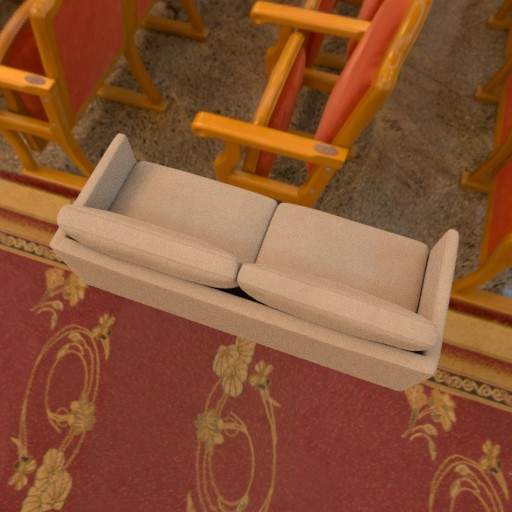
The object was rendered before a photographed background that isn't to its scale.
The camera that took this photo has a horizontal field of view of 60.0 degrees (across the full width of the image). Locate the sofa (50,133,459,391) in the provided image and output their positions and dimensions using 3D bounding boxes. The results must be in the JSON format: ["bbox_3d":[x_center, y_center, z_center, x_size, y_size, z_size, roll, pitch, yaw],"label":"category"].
[{"bbox_3d":[0.000,0.000,2.961,2.404,0.912,0.988,18,66,8],"label":"sofa"}]
